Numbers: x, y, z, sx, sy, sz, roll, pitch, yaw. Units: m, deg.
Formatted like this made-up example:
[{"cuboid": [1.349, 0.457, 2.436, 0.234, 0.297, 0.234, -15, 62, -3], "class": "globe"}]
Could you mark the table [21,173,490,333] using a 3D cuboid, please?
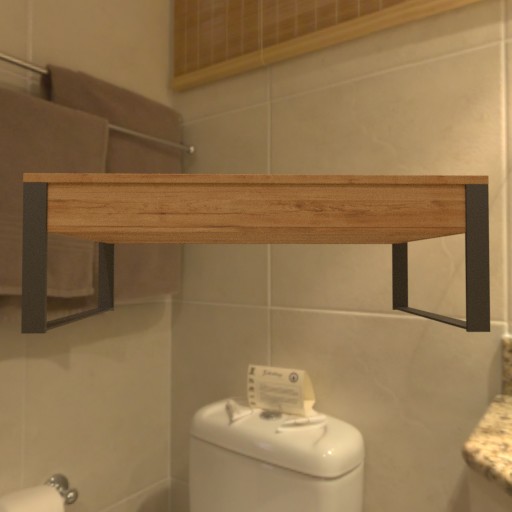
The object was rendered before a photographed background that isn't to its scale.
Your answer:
[{"cuboid": [0.000, 0.000, 1.413, 1.180, 0.400, 0.590, 0, -1, -1], "class": "table"}]
